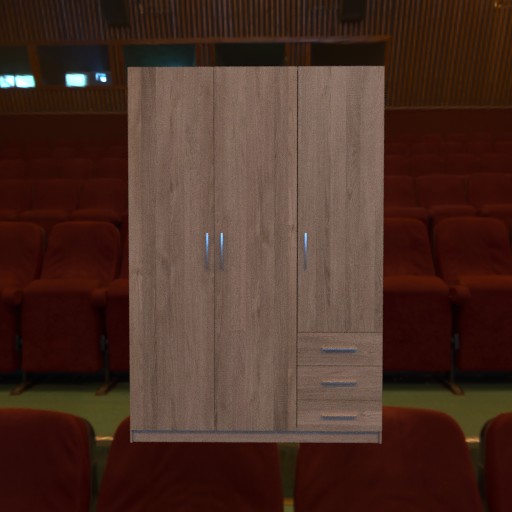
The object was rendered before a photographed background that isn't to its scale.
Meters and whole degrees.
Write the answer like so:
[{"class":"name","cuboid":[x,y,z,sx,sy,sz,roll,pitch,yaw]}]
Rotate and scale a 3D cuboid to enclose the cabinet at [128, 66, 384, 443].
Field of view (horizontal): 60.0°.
[{"class":"cabinet","cuboid":[0.000,0.000,2.483,1.290,1.910,0.510,0,1,1]}]
